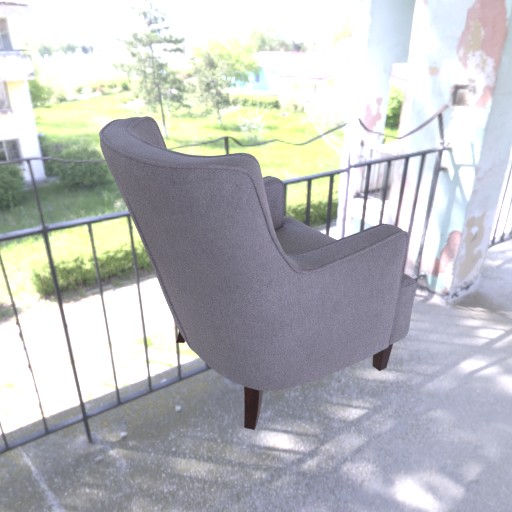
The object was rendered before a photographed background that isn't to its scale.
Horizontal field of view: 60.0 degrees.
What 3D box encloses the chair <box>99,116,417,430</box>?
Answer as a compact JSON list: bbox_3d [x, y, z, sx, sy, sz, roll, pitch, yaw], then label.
[{"bbox_3d":[0.000,0.000,1.577,0.910,0.919,0.781,-16,31,-30],"label":"chair"}]
